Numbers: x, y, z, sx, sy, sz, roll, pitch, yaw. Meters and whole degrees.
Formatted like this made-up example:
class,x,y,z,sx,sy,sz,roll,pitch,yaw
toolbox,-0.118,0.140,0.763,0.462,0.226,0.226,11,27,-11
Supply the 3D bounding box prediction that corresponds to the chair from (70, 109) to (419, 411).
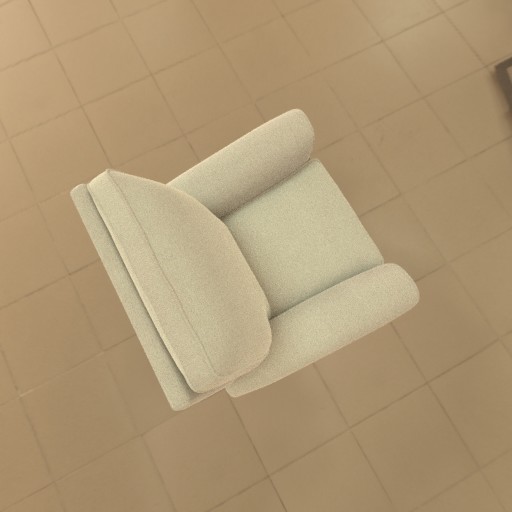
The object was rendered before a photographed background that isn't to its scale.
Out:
class,x,y,z,sx,sy,sz,roll,pitch,yaw
chair,0.000,0.000,1.653,0.878,0.960,0.890,-28,77,-7
